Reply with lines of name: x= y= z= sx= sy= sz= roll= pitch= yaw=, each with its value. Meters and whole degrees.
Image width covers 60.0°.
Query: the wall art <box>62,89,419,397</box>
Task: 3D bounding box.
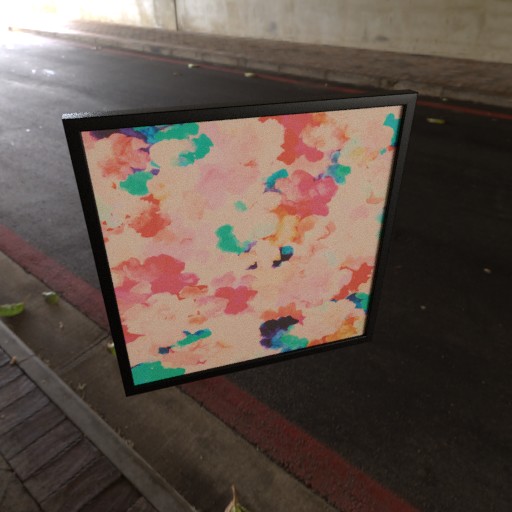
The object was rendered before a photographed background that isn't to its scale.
wall art: x=0.000 y=0.000 z=1.122 sx=0.756 sy=0.755 sz=0.036 roll=-9 pitch=33 yaw=-14
